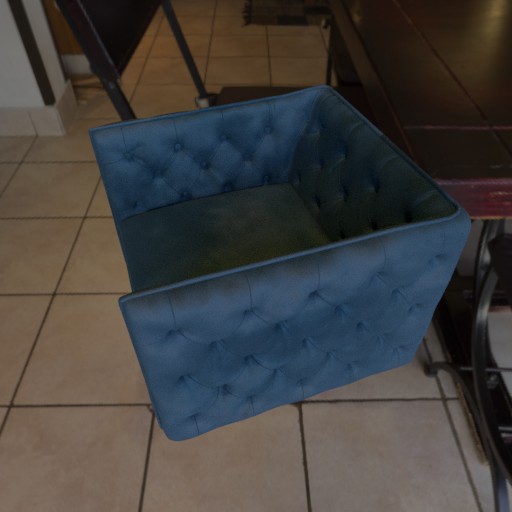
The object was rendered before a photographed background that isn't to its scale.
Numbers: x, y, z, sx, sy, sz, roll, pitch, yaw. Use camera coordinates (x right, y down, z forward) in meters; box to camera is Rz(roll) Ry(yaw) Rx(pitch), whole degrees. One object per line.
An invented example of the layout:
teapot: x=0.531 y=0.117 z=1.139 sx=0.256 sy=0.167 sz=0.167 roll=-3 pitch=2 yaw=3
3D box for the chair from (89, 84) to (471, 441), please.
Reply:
chair: x=0.000 y=0.000 z=1.514 sx=0.877 sy=0.771 sz=0.868 roll=-14 pitch=47 yaw=-14
